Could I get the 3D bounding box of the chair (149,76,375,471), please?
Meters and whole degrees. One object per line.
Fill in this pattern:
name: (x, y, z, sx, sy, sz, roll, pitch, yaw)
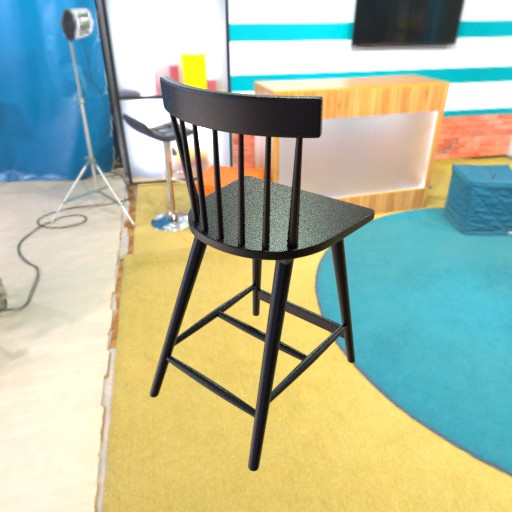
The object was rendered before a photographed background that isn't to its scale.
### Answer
chair: (0.000, 0.000, 1.283, 0.483, 0.952, 0.572, 22, 36, 33)
